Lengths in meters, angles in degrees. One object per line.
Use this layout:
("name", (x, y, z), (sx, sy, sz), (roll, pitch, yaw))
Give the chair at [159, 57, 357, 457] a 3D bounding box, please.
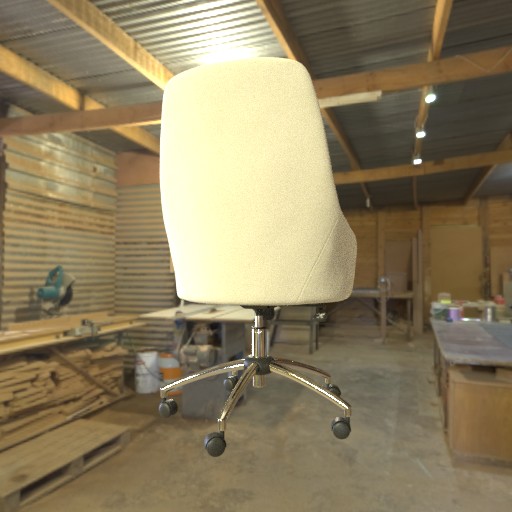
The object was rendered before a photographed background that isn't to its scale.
("chair", (0.000, 0.000, 1.441), (0.620, 1.049, 0.640), (-1, -2, 19))
